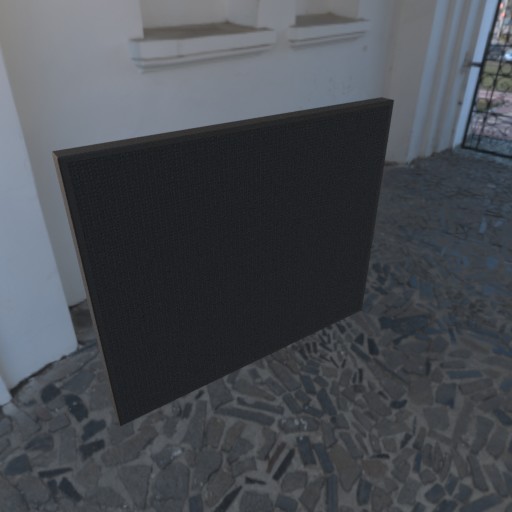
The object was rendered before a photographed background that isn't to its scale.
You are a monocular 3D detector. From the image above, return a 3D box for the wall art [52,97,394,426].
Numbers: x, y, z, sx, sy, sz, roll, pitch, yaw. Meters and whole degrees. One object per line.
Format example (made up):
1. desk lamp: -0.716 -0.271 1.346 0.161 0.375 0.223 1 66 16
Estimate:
1. wall art: 0.000 0.000 0.761 0.559 0.458 0.029 -19 36 -29
